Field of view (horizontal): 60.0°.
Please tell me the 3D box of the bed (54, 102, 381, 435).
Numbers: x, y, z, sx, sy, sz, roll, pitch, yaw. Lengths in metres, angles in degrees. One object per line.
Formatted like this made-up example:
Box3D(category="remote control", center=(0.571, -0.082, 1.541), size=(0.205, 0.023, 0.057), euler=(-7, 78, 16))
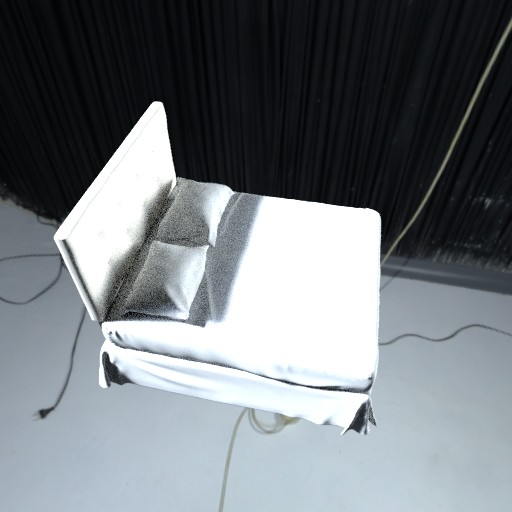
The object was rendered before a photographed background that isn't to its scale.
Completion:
Box3D(category="bed", center=(0.000, 0.000, 3.510), size=(2.222, 1.577, 1.936), euler=(9, 48, 8))
